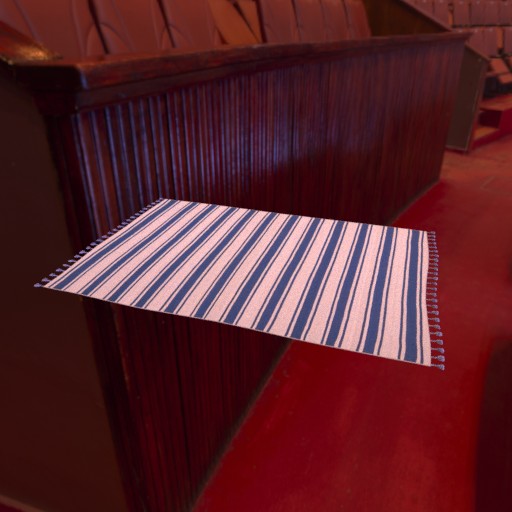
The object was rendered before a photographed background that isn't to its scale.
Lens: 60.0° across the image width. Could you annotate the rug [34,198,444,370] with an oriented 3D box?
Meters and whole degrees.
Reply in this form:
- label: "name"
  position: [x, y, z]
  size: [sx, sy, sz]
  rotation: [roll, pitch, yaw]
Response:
- label: "rug"
  position: [0.000, 0.000, 2.960]
  size: [2.315, 0.010, 1.544]
  rotation: [9, 29, 16]
